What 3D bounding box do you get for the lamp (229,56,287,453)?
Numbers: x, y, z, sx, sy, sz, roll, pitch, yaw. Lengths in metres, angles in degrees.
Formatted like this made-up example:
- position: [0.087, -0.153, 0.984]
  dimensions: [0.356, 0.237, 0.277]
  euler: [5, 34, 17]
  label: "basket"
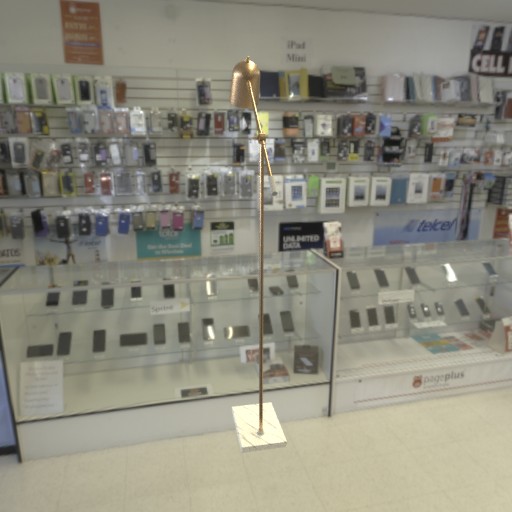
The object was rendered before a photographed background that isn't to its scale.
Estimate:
- position: [0.000, 0.000, 1.842]
  dimensions: [0.194, 1.594, 0.653]
  euler: [-3, 15, -11]
  label: "lamp"
